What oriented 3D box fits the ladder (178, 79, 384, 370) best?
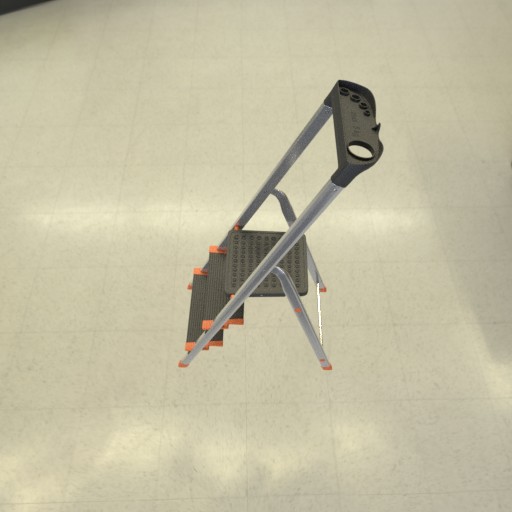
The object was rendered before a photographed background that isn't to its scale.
[{"bbox_3d":[0.000,0.000,1.565,0.686,1.229,0.416,1,58,1],"label":"ladder"}]
